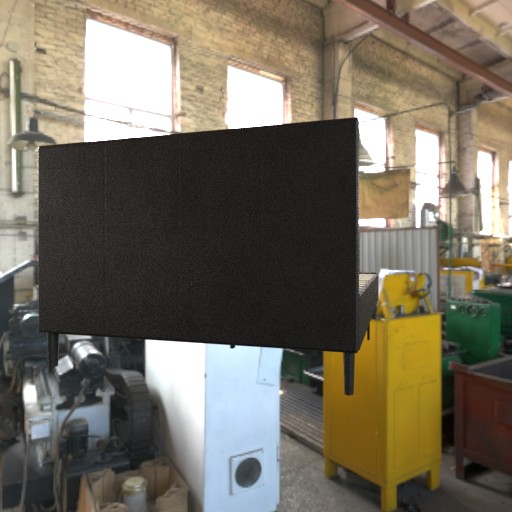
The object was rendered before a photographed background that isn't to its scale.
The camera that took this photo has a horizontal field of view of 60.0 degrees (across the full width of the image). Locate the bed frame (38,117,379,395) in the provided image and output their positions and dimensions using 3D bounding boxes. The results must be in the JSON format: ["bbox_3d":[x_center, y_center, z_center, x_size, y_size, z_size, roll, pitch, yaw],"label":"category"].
[{"bbox_3d":[0.000,0.000,2.883,1.469,1.046,2.152,0,0,17],"label":"bed frame"}]
